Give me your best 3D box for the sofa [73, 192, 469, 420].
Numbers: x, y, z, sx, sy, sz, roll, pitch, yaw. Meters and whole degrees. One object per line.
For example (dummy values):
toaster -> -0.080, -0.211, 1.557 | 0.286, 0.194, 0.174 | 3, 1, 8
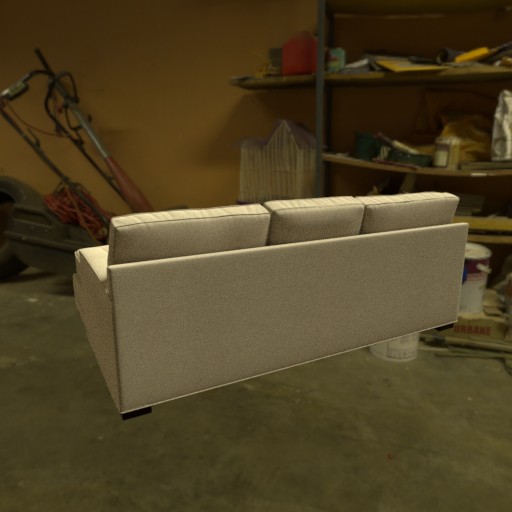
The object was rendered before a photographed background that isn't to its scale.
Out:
sofa -> 0.000, 0.000, 2.848 | 2.087, 0.861, 1.496 | -8, 16, -27
